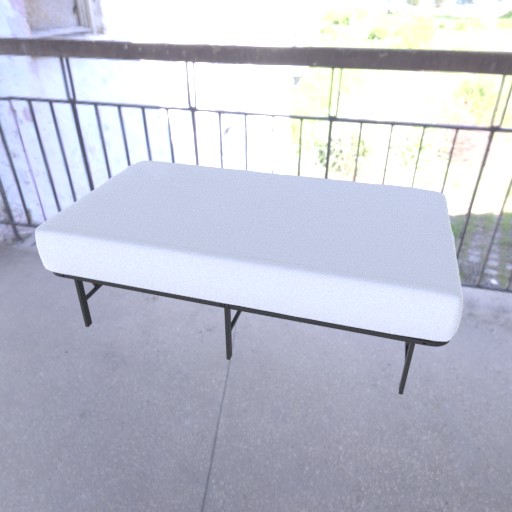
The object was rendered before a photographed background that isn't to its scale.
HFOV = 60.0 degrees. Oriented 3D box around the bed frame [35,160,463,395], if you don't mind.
[{"bbox_3d":[0.000,0.000,2.379,1.908,0.640,1.025,9,32,14],"label":"bed frame"}]
